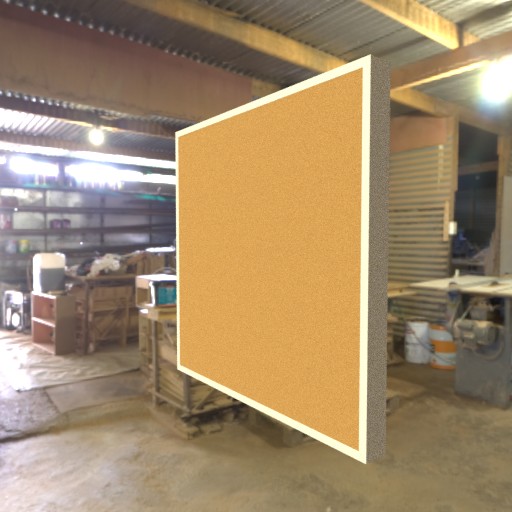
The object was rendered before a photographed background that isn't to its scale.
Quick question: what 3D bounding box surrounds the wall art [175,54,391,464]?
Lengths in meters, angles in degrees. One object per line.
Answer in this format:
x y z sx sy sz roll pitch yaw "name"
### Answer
0.000 0.000 0.763 0.040 0.509 0.509 -2 3 -38 "wall art"
